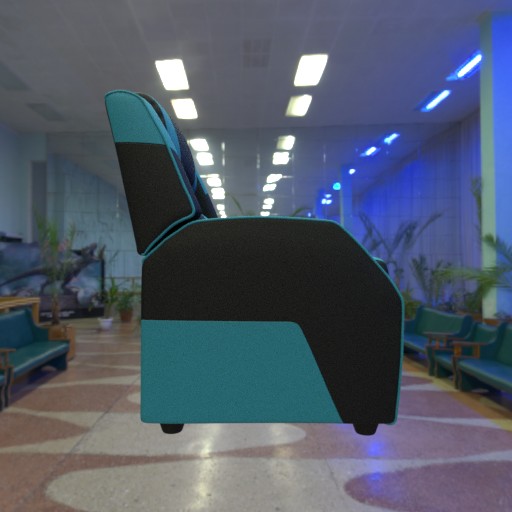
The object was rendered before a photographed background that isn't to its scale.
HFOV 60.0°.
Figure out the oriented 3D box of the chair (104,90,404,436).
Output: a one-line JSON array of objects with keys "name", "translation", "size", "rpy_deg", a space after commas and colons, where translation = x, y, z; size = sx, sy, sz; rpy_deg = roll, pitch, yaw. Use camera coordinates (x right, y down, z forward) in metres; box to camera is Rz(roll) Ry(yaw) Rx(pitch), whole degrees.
[{"name": "chair", "translation": [0.000, 0.000, 1.272], "size": [0.672, 0.805, 0.620], "rpy_deg": [0, -1, 1]}]
